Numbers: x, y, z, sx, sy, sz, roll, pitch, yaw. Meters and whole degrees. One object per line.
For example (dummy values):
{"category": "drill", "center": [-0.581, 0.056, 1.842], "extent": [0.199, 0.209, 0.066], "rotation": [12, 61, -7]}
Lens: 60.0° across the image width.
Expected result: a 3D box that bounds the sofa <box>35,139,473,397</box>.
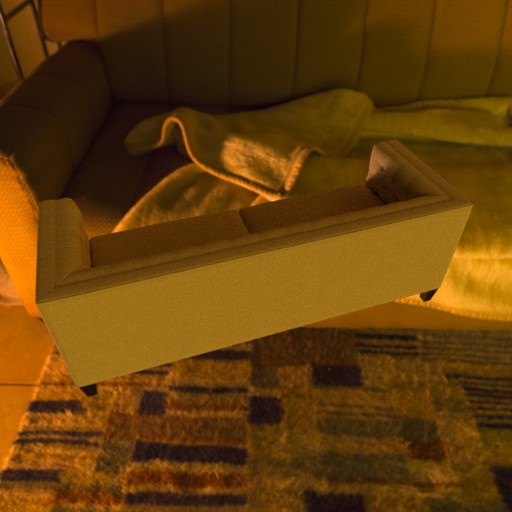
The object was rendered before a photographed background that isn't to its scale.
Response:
{"category": "sofa", "center": [0.000, 0.000, 2.575], "extent": [2.159, 0.762, 0.775], "rotation": [-13, 44, -14]}
